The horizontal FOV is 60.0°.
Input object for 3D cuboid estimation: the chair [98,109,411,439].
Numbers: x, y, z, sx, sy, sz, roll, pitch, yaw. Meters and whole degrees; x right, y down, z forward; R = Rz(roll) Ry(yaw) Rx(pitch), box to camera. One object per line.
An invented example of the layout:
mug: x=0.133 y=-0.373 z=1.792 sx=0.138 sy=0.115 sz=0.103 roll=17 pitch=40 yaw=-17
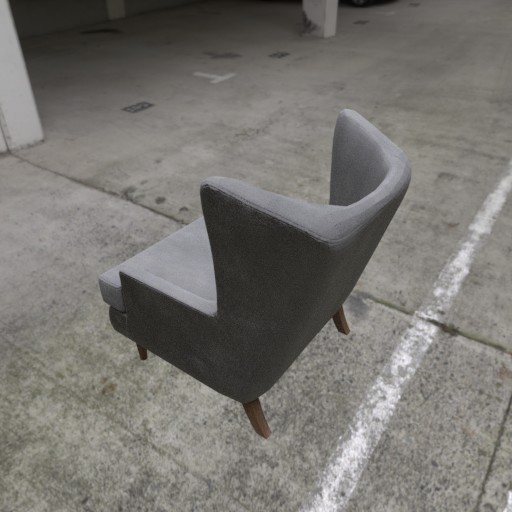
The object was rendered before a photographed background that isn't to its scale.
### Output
chair: x=0.000 y=0.000 z=1.640 sx=0.906 sy=0.950 sz=0.784 roll=21 pitch=39 yaw=29
